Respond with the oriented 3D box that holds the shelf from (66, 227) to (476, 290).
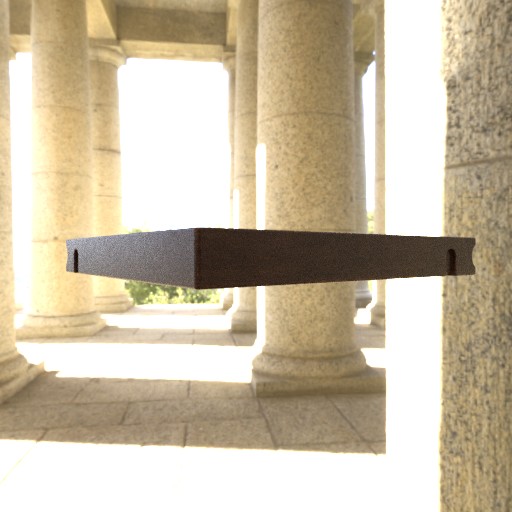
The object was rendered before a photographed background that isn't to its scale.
[{"bbox_3d":[0.000,0.000,0.450,0.296,0.035,0.296,0,0,-36],"label":"shelf"}]
